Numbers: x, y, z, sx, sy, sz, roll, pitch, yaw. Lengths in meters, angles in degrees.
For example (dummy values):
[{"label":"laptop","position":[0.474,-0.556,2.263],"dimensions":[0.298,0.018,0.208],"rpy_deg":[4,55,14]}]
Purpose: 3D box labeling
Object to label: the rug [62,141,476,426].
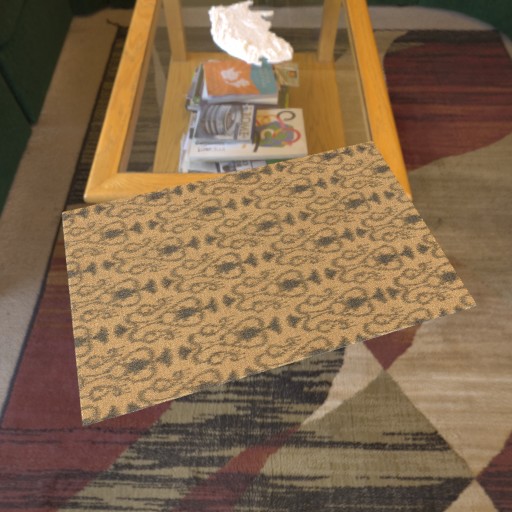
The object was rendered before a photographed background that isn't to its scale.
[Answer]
[{"label":"rug","position":[0.000,0.000,2.017],"dimensions":[1.652,0.006,1.035],"rpy_deg":[-15,59,-9]}]
